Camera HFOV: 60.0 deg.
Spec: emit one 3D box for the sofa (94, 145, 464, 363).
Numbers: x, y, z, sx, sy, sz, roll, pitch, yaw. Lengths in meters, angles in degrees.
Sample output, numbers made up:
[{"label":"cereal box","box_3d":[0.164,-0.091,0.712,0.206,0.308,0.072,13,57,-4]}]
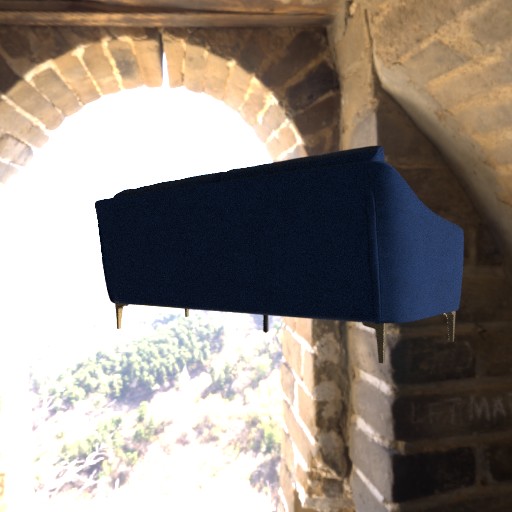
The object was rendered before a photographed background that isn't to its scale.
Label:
[{"label":"sofa","box_3d":[0.000,0.000,2.543,2.036,0.903,0.960,-1,-2,36]}]
